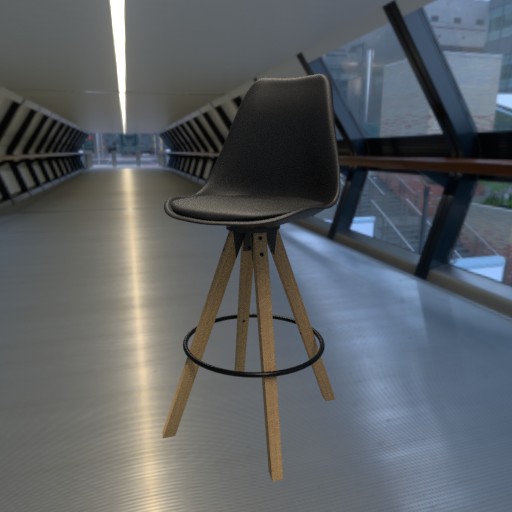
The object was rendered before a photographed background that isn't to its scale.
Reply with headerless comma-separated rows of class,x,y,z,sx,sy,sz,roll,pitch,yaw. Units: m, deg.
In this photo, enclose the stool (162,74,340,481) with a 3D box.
stool,0.000,0.000,1.387,0.485,1.115,0.550,8,16,27
